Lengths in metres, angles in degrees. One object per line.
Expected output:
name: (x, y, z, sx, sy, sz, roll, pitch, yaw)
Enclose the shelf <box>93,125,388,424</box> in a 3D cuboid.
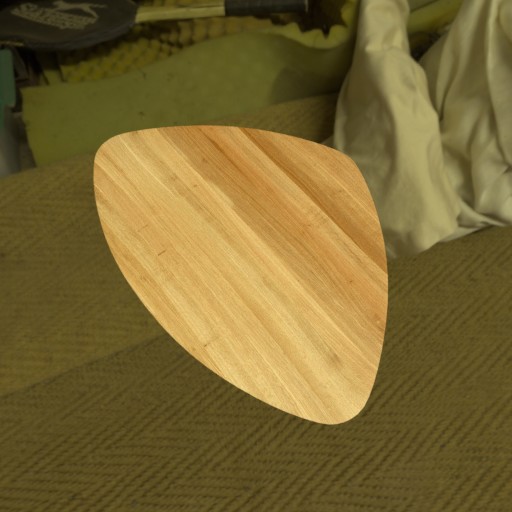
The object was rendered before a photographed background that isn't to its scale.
shelf: (0.000, 0.000, 1.627, 0.863, 0.439, 1.240, -36, 68, -18)
